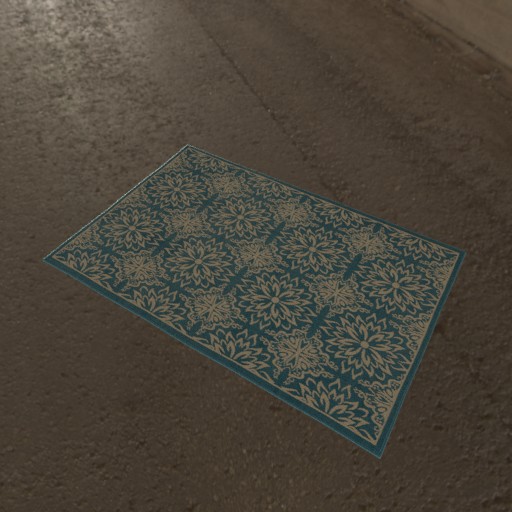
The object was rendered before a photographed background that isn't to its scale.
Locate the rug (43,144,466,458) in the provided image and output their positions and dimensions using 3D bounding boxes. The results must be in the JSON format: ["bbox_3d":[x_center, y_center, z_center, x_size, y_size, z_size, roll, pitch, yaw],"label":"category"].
[{"bbox_3d":[0.000,0.000,2.294,1.833,0.012,1.211,25,53,21],"label":"rug"}]
